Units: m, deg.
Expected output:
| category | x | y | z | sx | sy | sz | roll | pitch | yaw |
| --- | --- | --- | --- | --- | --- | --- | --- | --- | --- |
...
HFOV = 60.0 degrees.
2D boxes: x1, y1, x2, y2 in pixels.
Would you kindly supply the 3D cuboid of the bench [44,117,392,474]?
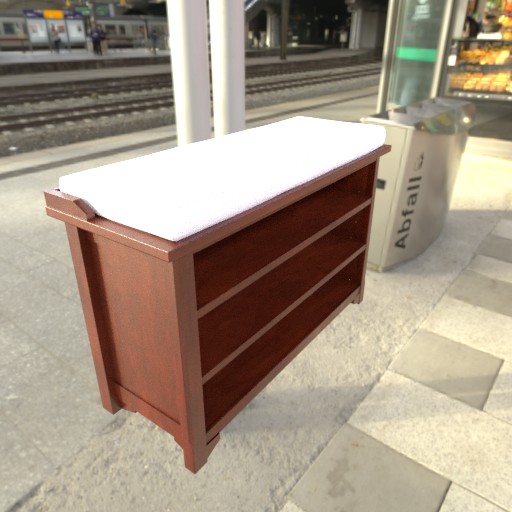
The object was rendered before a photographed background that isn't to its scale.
| category | x | y | z | sx | sy | sz | roll | pitch | yaw |
| --- | --- | --- | --- | --- | --- | --- | --- | --- | --- |
| bench | 0.000 | 0.000 | 1.301 | 0.369 | 0.646 | 0.987 | 18 | 32 | 32 |
